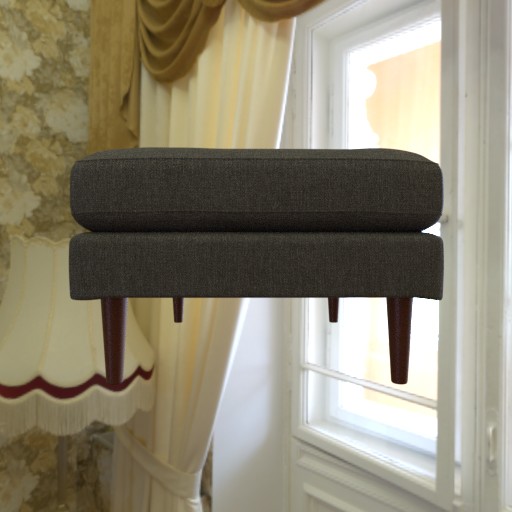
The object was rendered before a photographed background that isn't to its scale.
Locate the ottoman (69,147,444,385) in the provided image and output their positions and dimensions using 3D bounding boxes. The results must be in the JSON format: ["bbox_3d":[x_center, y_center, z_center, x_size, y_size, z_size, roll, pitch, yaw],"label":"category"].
[{"bbox_3d":[0.000,0.000,1.203,0.693,0.474,0.821,0,1,0],"label":"ottoman"}]
